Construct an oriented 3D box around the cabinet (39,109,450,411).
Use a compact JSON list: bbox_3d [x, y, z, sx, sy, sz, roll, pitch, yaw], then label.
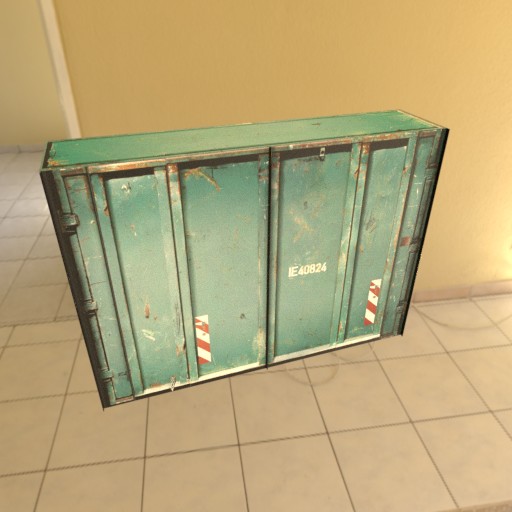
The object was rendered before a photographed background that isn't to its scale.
[{"bbox_3d":[0.000,0.000,3.930,3.001,2.160,0.680,-10,33,-16],"label":"cabinet"}]
